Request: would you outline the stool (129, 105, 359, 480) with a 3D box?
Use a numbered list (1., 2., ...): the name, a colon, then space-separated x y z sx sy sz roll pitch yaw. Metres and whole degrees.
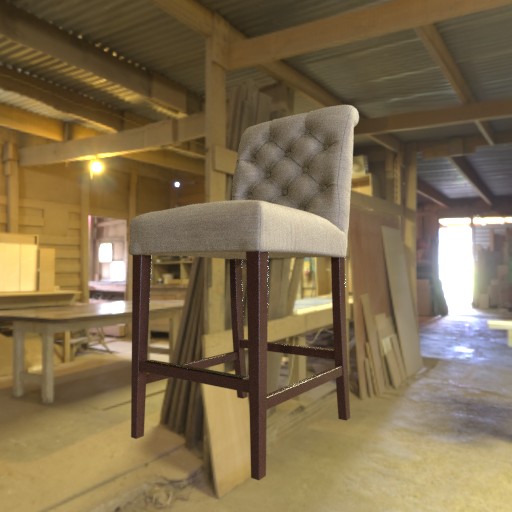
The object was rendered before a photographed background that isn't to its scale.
1. stool: 0.000 0.000 1.450 0.486 1.084 0.660 -1 -2 36
